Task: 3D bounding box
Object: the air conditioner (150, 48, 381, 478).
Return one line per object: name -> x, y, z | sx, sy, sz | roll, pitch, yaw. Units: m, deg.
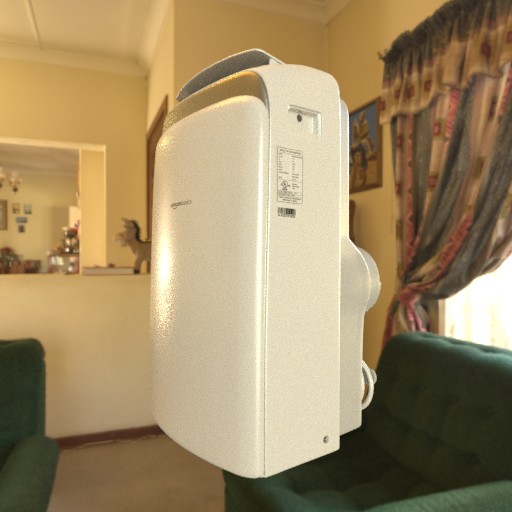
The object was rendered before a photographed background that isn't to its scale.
air conditioner -> 0.000, 0.000, 1.028 | 0.414, 0.786, 0.449 | 0, 0, -37
